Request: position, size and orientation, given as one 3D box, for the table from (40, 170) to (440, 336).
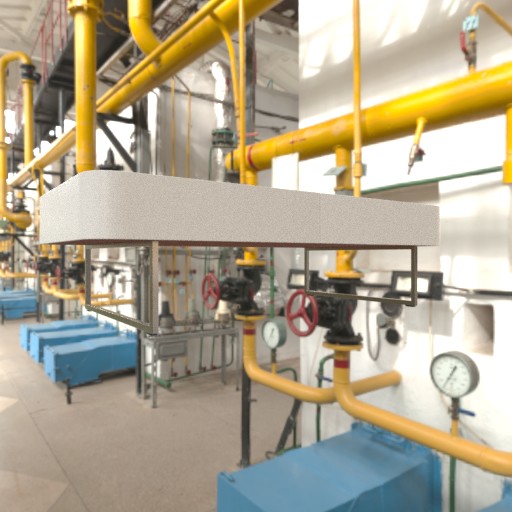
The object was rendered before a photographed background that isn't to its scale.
[{"bbox_3d":[0.000,0.000,1.434,1.200,0.340,0.600,0,0,-35],"label":"table"}]
